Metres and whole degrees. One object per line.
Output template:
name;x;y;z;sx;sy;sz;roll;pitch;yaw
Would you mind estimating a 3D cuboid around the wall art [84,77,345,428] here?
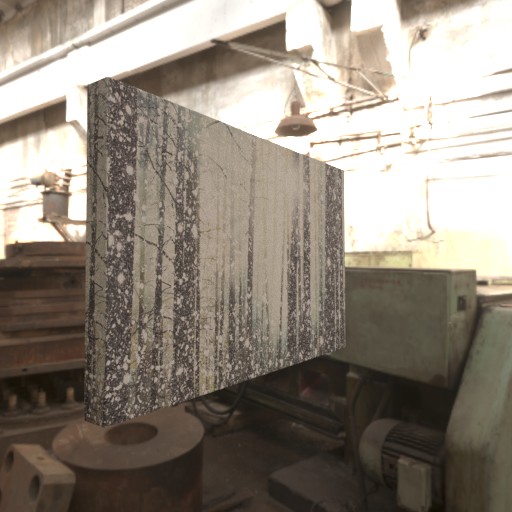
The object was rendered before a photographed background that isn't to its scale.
wall art;0.000;0.000;0.758;0.042;0.398;0.618;-1;-2;37
